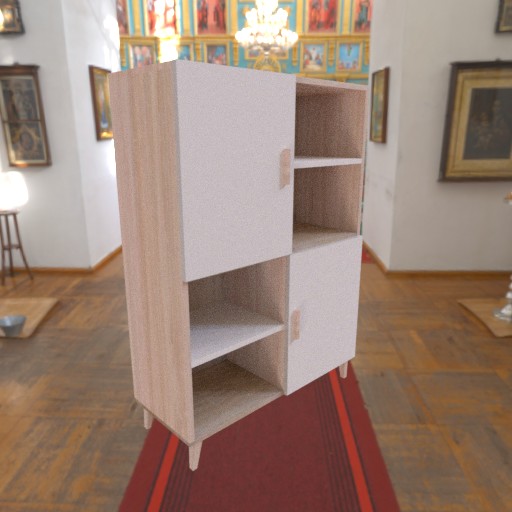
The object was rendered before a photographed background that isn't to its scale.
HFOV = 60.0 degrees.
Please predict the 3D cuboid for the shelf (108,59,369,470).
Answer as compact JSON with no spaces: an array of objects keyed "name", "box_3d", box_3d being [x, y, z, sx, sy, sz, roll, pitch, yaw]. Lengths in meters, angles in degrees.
[{"name":"shelf","box_3d":[0.000,0.000,1.888,0.995,1.405,0.434,-14,21,-42]}]
